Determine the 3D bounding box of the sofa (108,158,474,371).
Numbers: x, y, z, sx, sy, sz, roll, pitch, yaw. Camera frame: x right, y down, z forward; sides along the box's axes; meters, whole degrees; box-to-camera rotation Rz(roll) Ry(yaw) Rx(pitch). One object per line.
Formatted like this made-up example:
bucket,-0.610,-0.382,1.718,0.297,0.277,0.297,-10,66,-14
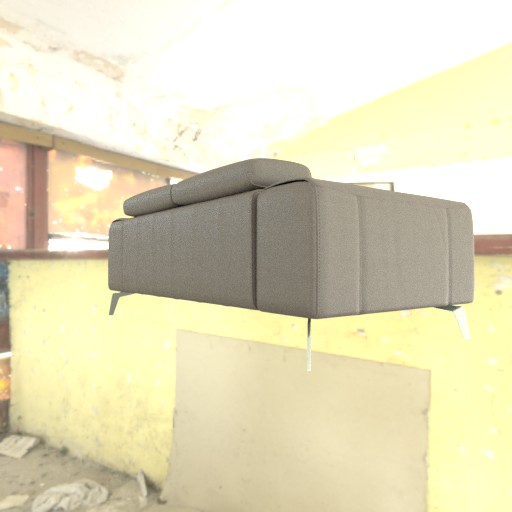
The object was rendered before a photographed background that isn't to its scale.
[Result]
sofa,0.000,0.000,2.436,1.024,0.753,1.930,1,-1,-37
